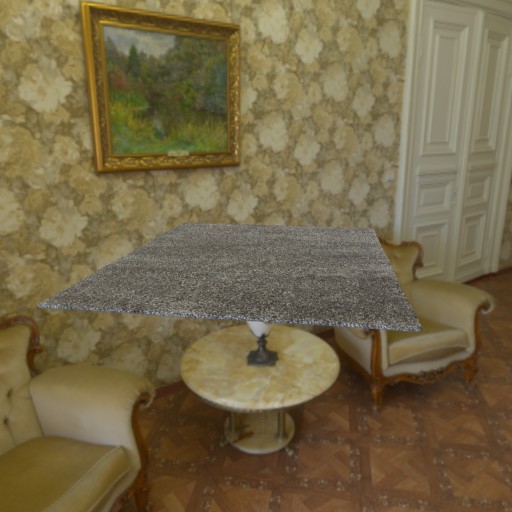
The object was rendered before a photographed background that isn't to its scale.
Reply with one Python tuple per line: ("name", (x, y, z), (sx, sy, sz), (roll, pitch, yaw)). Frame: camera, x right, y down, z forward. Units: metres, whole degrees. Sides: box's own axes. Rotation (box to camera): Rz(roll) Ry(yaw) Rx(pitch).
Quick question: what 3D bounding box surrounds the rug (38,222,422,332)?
("rug", (0.000, 0.000, 4.128), (2.401, 0.025, 3.000), (2, 15, 9))
